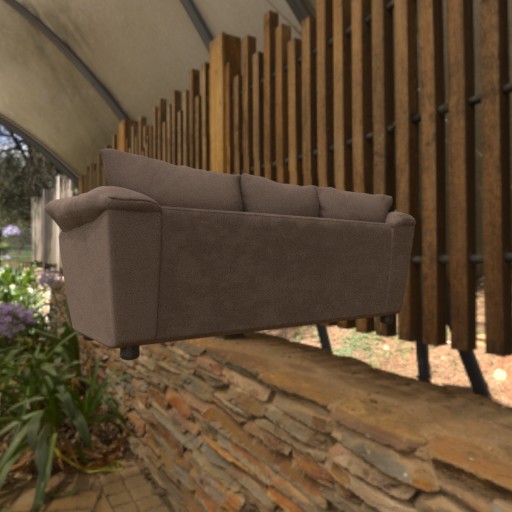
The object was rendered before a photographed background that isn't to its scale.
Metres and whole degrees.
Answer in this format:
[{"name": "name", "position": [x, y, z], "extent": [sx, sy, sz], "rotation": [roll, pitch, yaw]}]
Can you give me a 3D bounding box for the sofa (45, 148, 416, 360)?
[{"name": "sofa", "position": [0.000, 0.000, 2.871], "extent": [2.377, 0.981, 0.893], "rotation": [0, 0, -37]}]
